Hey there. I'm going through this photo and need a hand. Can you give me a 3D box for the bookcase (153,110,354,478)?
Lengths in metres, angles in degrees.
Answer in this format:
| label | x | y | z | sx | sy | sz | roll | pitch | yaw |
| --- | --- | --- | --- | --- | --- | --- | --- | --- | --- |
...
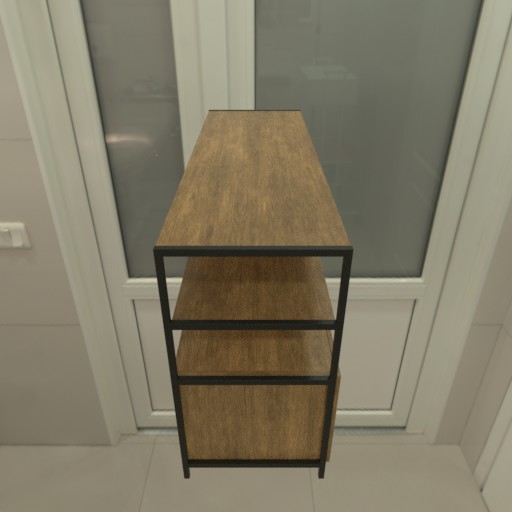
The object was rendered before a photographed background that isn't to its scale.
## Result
| label | x | y | z | sx | sy | sz | roll | pitch | yaw |
| --- | --- | --- | --- | --- | --- | --- | --- | --- | --- |
| bookcase | 0.000 | 0.000 | 1.504 | 0.391 | 0.712 | 1.149 | 0 | 31 | 0 |
